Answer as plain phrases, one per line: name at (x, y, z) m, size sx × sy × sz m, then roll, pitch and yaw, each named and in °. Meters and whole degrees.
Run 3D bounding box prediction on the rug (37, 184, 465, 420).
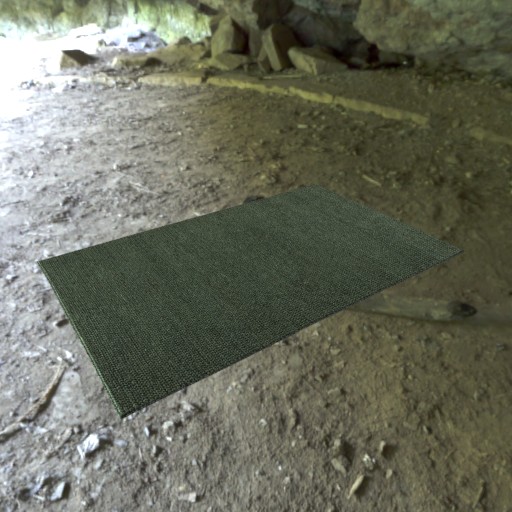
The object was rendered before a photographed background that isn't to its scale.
rug at (0.000, 0.000, 2.973) m, size 2.443 × 0.021 × 1.538 m, roll -20°, pitch 35°, yaw -30°
